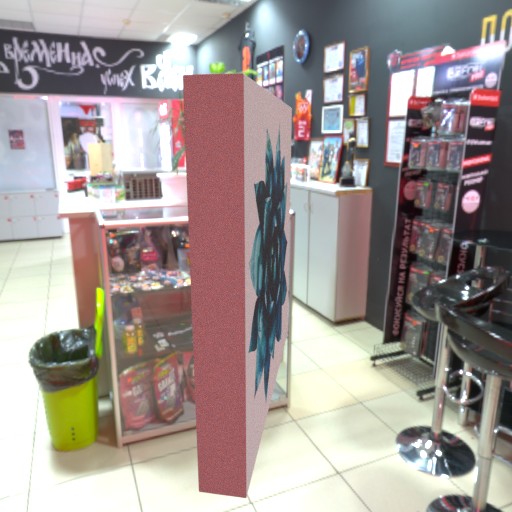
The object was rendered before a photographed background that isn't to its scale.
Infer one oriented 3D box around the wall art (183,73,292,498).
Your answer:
[{"bbox_3d":[0.000,0.000,0.450,0.038,0.305,0.305,3,15,10],"label":"wall art"}]
